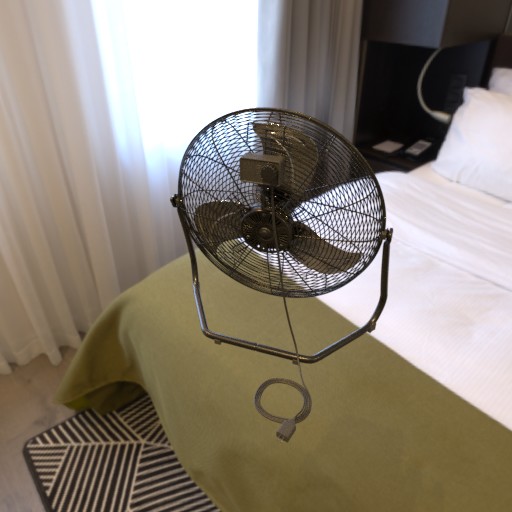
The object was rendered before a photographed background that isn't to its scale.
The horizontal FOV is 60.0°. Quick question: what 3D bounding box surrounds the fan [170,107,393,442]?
[{"bbox_3d":[0.000,0.000,0.999,0.595,0.605,0.470,11,34,17],"label":"fan"}]
